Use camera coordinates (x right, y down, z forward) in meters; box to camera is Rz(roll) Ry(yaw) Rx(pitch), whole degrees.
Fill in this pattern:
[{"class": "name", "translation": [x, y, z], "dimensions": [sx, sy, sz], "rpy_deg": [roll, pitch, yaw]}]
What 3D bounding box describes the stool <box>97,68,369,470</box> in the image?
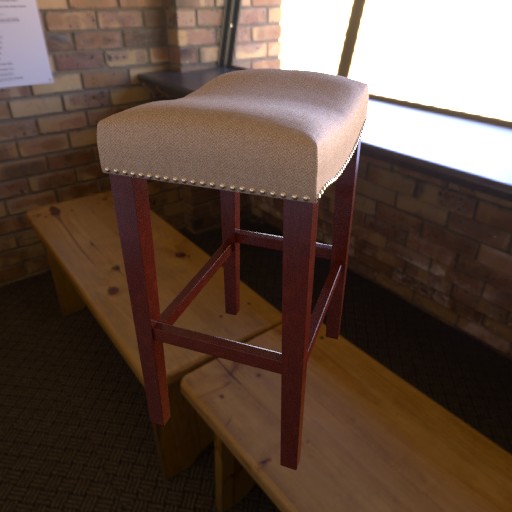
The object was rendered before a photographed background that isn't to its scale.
[{"class": "stool", "translation": [0.000, 0.000, 1.015], "dimensions": [0.372, 0.742, 0.504], "rpy_deg": [11, 32, 17]}]
